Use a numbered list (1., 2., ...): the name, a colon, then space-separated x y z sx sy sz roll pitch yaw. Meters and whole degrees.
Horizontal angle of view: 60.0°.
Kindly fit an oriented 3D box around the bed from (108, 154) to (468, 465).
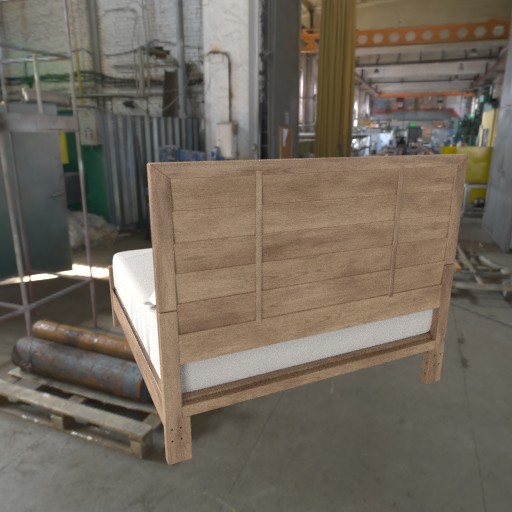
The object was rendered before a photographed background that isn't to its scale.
1. bed: 0.000 0.000 3.526 2.032 1.626 2.062 -7 17 -24
